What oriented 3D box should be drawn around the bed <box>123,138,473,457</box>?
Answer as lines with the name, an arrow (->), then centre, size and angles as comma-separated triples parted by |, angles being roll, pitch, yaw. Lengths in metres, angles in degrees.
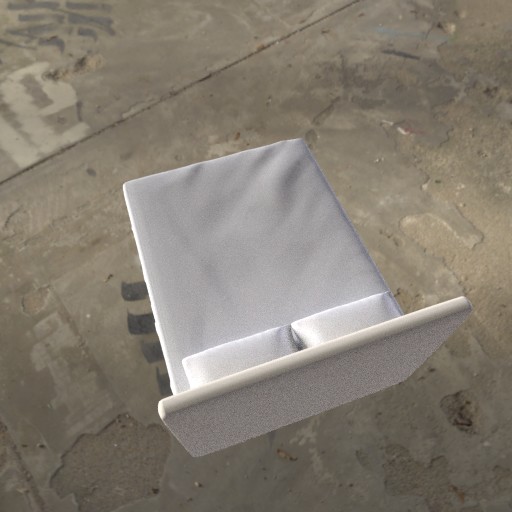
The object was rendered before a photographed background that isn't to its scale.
bed -> 0.000, 0.000, 3.191 | 1.713, 1.330, 2.142 | -17, 60, -10
